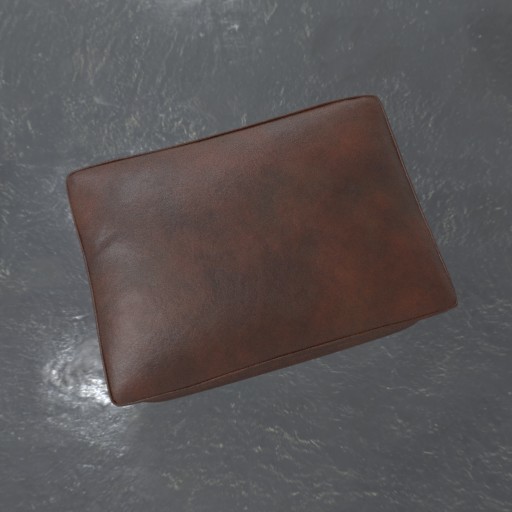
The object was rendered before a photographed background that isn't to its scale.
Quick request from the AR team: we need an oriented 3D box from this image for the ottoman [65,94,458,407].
[{"bbox_3d":[0.000,0.000,0.991,0.665,0.432,0.501,-16,77,-4],"label":"ottoman"}]
